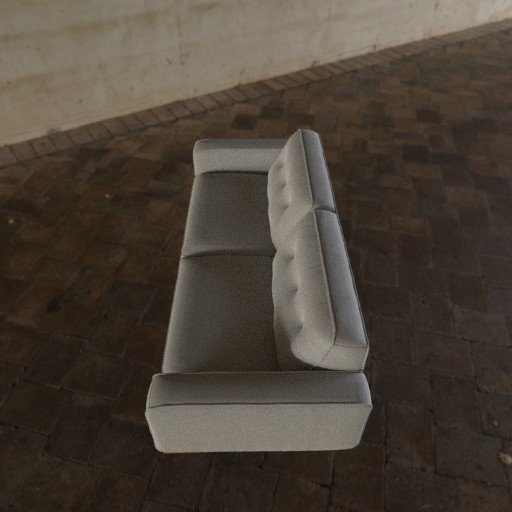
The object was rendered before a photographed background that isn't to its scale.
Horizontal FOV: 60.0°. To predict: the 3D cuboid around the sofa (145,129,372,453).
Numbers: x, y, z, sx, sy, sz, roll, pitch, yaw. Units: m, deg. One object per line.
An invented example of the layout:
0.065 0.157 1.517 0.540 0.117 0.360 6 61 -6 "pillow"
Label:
0.000 0.000 2.742 0.956 0.781 2.270 0 43 0 "sofa"
